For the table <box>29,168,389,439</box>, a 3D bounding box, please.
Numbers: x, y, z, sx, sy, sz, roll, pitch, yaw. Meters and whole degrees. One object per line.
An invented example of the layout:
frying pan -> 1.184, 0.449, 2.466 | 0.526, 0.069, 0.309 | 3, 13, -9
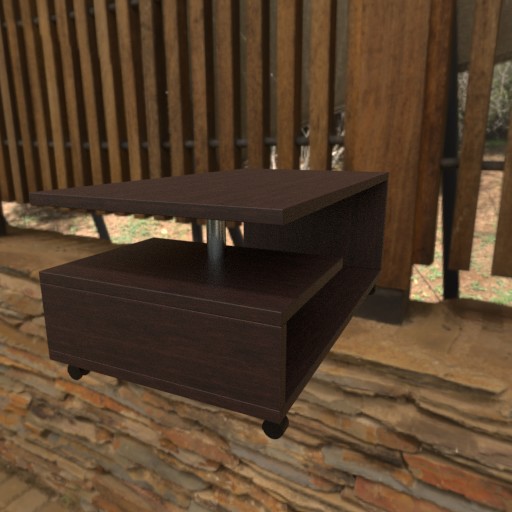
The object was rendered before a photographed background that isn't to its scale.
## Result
table -> 0.000, 0.000, 1.350 | 0.590, 0.460, 1.050 | 7, 16, 24
